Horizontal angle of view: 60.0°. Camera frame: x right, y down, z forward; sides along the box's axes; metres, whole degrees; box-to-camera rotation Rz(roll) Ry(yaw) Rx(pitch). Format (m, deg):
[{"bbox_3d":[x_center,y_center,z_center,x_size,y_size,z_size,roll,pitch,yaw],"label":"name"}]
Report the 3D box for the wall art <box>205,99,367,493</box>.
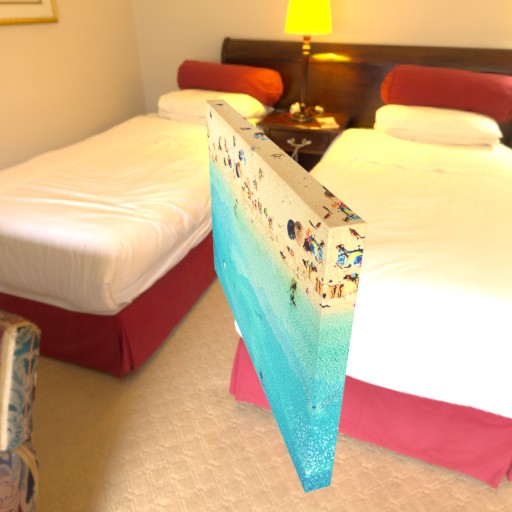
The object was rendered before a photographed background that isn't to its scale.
[{"bbox_3d":[0.000,0.000,0.762,0.039,0.406,0.609,-8,31,-14],"label":"wall art"}]
